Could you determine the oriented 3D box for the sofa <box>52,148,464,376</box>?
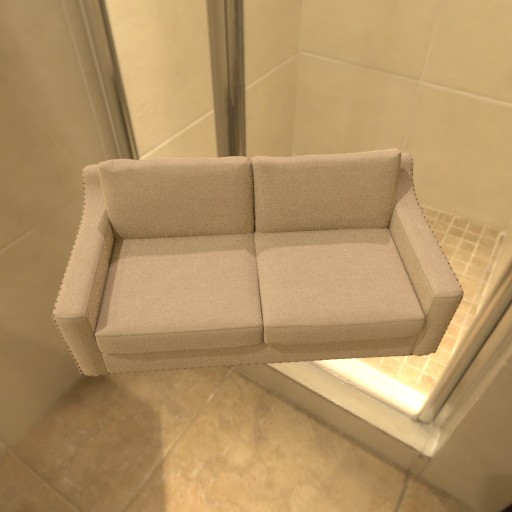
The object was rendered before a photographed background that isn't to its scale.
[{"bbox_3d":[0.000,0.000,2.700,2.107,0.983,1.104,-3,45,-3],"label":"sofa"}]
